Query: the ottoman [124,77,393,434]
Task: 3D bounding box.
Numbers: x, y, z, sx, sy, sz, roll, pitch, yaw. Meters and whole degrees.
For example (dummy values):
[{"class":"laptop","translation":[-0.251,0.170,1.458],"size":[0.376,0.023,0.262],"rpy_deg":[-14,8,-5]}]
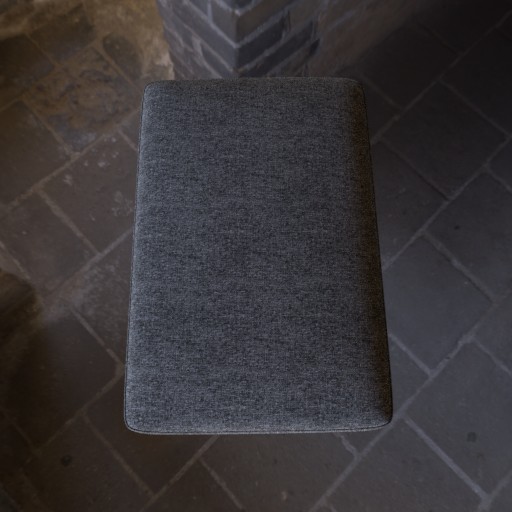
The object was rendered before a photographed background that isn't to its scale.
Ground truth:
[{"class":"ottoman","translation":[0.000,0.000,1.192],"size":[0.584,0.483,0.864],"rpy_deg":[-1,75,0]}]
